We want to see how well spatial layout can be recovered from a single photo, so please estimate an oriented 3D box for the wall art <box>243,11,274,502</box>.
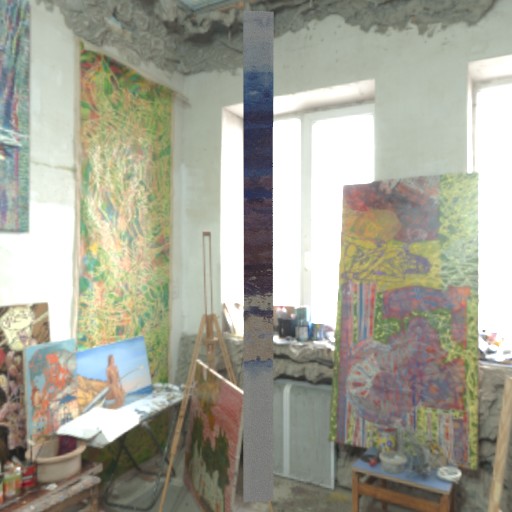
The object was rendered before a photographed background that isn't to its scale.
[{"bbox_3d":[0.000,0.000,0.743,0.036,0.581,0.437,0,1,-1],"label":"wall art"}]
